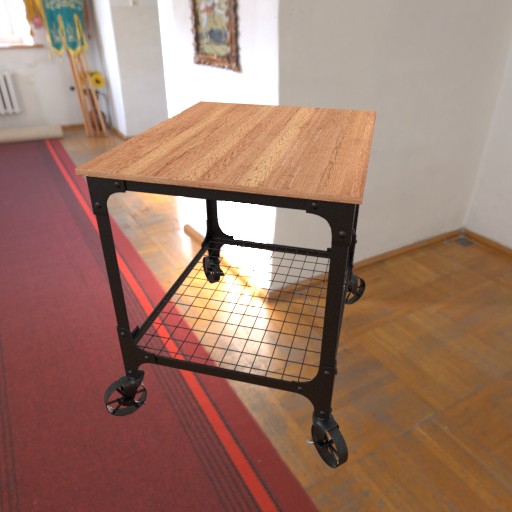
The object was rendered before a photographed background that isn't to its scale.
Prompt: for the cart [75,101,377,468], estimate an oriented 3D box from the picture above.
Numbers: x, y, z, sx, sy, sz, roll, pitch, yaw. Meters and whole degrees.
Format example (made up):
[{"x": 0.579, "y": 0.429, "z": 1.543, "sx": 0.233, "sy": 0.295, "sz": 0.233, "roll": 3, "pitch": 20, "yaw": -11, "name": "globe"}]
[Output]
[{"x": 0.000, "y": 0.000, "z": 1.099, "sx": 0.558, "sy": 0.603, "sz": 0.666, "roll": 8, "pitch": 31, "yaw": 13, "name": "cart"}]
